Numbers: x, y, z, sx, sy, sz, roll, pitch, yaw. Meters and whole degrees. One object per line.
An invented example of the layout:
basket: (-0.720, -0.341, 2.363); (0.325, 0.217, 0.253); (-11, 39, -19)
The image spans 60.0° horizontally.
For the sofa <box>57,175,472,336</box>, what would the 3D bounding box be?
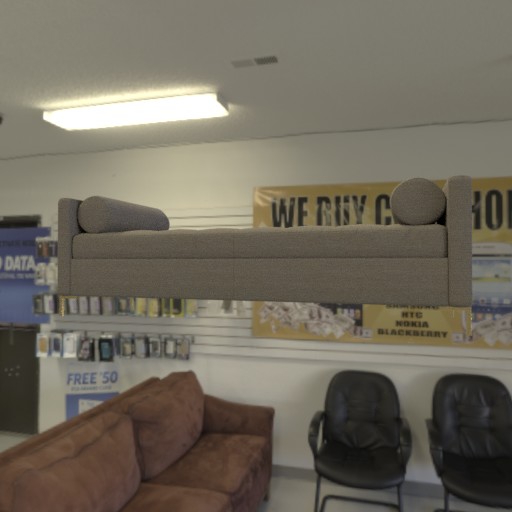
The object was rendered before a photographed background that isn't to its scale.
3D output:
sofa: (0.000, 0.000, 2.335); (1.981, 0.635, 0.686); (0, -1, 18)
